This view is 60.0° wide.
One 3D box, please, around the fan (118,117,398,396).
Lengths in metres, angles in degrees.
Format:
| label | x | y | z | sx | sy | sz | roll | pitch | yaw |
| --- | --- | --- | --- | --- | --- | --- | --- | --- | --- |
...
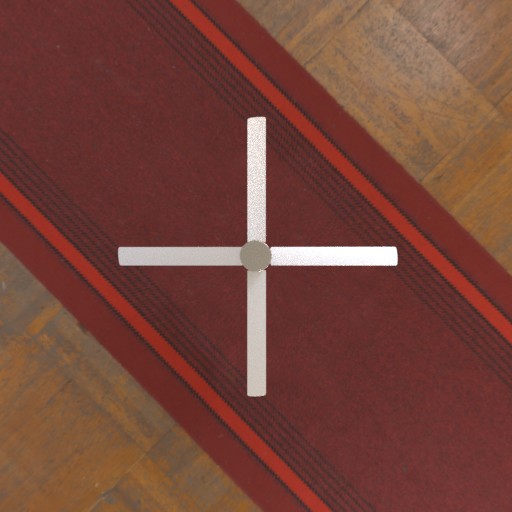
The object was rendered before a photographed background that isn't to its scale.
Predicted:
| label | x | y | z | sx | sy | sz | roll | pitch | yaw |
| --- | --- | --- | --- | --- | --- | --- | --- | --- | --- |
| fan | 0.000 | 0.000 | 1.990 | 1.322 | 0.355 | 1.322 | 0 | 89 | 2 |
